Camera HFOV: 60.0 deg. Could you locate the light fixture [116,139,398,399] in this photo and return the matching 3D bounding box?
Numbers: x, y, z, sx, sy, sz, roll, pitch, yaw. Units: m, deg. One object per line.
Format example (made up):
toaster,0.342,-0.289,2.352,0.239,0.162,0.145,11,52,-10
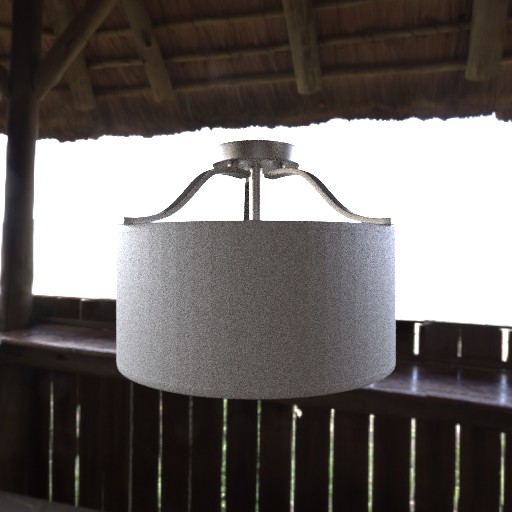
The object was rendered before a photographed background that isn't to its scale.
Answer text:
light fixture,0.000,0.000,0.642,0.395,0.304,0.395,0,1,0
